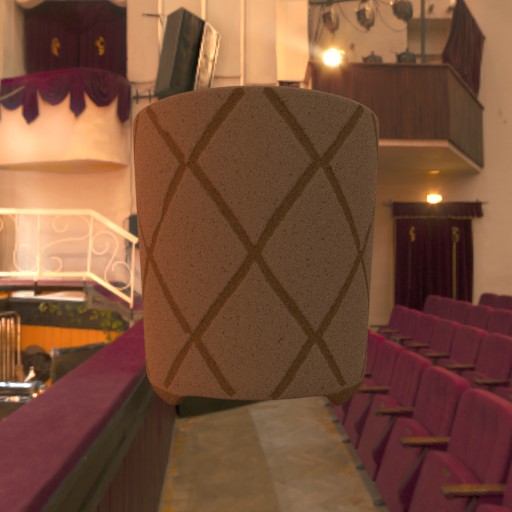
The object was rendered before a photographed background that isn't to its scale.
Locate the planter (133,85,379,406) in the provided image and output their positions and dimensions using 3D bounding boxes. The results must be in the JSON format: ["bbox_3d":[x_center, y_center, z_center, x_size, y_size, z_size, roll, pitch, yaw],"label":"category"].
[{"bbox_3d":[0.000,0.000,0.354,0.191,0.199,0.191,0,-1,0],"label":"planter"}]
